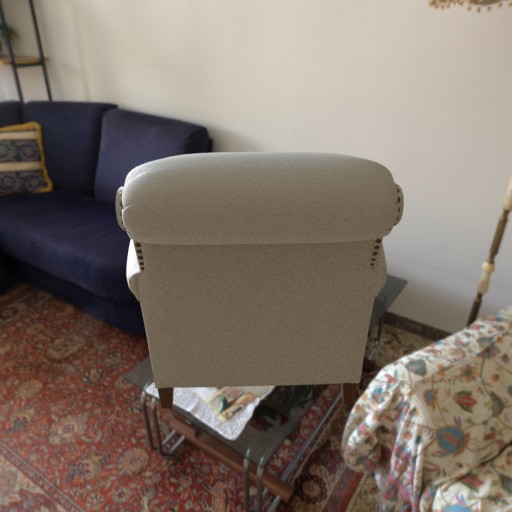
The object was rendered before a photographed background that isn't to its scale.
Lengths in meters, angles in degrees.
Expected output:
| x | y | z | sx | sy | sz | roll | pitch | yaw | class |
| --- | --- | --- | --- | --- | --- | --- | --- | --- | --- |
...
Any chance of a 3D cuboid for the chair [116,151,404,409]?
| x | y | z | sx | sy | sz | roll | pitch | yaw | class |
| --- | --- | --- | --- | --- | --- | --- | --- | --- | --- |
| 0.000 | 0.000 | 1.594 | 0.854 | 0.927 | 0.890 | -1 | 30 | -2 | chair |
